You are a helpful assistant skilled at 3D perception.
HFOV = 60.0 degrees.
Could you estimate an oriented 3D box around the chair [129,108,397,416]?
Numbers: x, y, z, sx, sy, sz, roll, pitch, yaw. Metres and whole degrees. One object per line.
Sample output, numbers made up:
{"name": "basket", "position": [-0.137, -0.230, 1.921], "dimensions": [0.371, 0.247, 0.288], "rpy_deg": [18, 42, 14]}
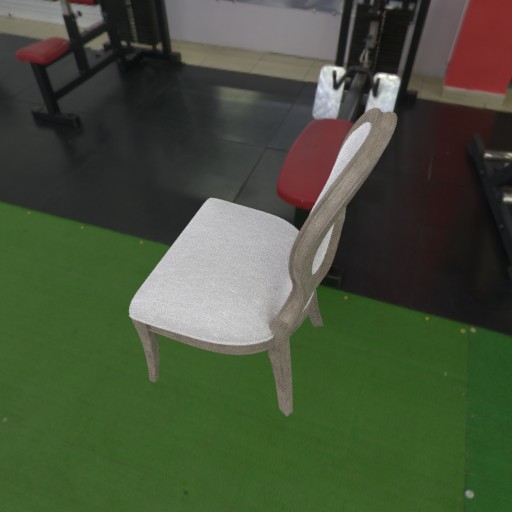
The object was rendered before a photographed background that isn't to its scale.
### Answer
{"name": "chair", "position": [0.000, 0.000, 1.315], "dimensions": [0.602, 0.990, 0.558], "rpy_deg": [16, 48, 15]}
